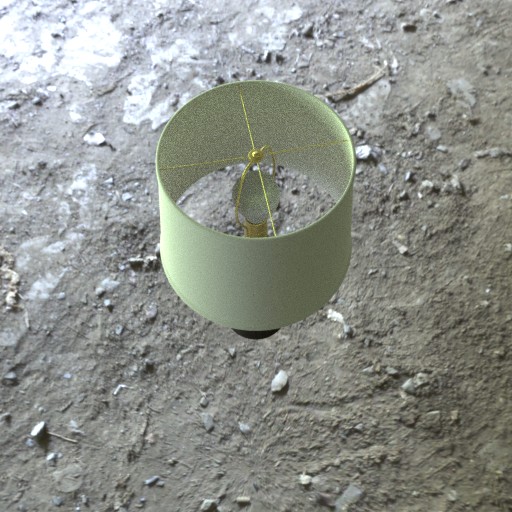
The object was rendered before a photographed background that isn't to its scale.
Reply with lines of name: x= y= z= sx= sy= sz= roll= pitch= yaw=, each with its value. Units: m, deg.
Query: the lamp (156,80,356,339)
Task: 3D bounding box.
lamp: x=0.000 y=0.000 z=0.844 sx=0.335 sy=0.611 sz=0.335 roll=0 pitch=64 yaw=0
